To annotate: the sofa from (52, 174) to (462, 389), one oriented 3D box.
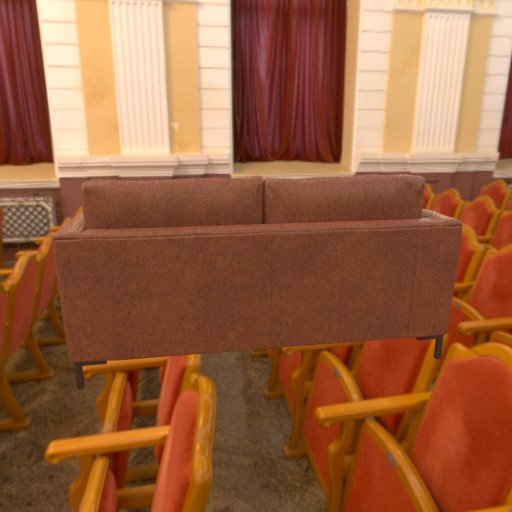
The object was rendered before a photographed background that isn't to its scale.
[{"bbox_3d":[0.000,0.000,2.334,1.797,0.883,0.899,-3,16,-9],"label":"sofa"}]
